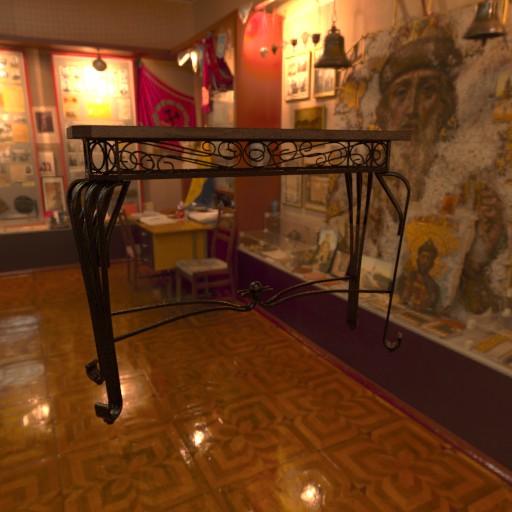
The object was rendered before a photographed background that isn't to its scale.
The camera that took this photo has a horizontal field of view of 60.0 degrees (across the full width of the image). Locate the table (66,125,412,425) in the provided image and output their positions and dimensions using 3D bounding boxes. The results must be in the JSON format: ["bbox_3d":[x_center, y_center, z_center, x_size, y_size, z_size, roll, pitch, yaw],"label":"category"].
[{"bbox_3d":[0.000,0.000,1.465,1.112,0.800,0.329,-7,15,-25],"label":"table"}]
